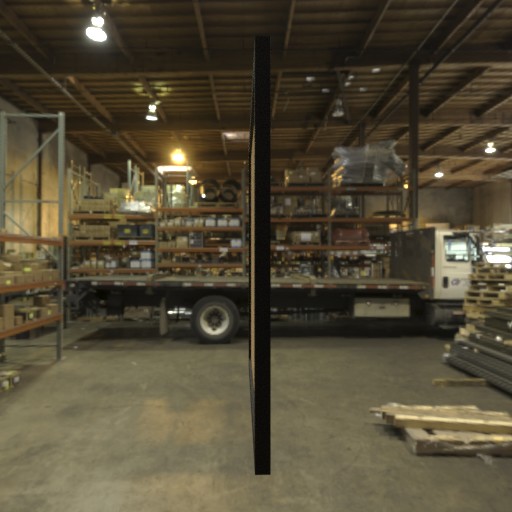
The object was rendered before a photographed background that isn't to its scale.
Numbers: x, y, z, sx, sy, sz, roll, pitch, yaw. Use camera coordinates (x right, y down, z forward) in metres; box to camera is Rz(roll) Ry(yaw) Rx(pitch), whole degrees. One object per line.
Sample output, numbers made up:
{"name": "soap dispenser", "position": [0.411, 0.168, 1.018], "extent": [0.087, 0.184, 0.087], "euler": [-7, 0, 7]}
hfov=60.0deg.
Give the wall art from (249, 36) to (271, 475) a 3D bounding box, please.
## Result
{"name": "wall art", "position": [0.000, 0.000, 0.536], "extent": [0.013, 0.356, 0.356], "euler": [0, 0, -2]}
